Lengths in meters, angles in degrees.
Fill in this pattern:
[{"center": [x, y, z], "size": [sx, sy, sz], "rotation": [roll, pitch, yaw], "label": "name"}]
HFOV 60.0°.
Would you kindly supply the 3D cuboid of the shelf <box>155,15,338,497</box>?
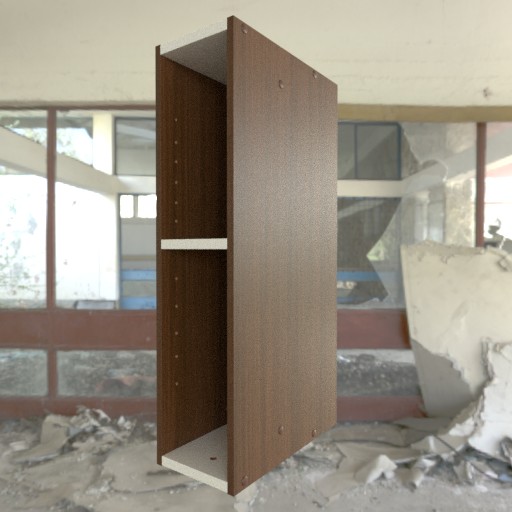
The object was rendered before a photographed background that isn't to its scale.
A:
[{"center": [0.000, 0.000, 0.711], "size": [0.147, 0.600, 0.290], "rotation": [1, 1, 36], "label": "shelf"}]
